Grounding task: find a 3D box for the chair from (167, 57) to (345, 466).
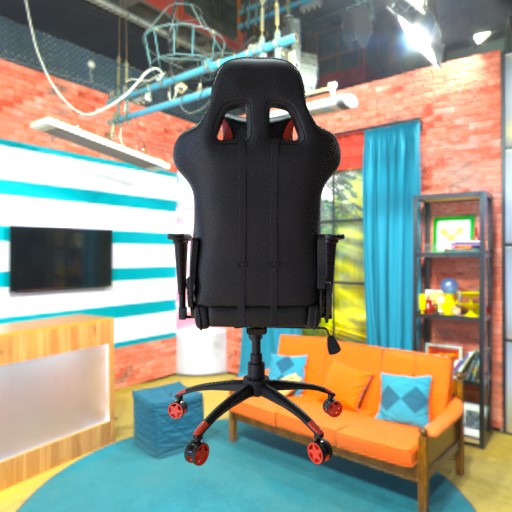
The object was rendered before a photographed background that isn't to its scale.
[{"bbox_3d":[0.000,0.000,1.698,0.695,1.282,0.730,0,0,-1],"label":"chair"}]
